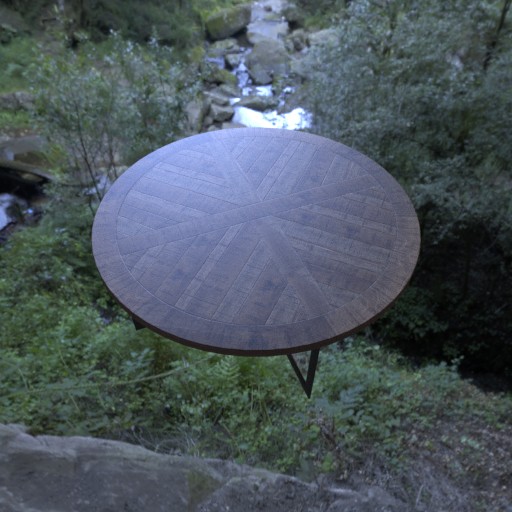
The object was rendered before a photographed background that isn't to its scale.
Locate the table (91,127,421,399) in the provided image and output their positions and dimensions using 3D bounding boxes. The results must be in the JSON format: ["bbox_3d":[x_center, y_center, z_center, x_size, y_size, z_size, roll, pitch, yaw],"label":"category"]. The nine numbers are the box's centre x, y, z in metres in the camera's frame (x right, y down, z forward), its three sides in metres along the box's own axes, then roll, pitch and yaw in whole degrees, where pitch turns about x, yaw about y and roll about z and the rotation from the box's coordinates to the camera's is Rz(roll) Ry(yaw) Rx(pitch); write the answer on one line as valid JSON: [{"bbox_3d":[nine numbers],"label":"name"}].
[{"bbox_3d":[0.000,0.000,1.938,1.264,0.516,1.264,0,47,0],"label":"table"}]
